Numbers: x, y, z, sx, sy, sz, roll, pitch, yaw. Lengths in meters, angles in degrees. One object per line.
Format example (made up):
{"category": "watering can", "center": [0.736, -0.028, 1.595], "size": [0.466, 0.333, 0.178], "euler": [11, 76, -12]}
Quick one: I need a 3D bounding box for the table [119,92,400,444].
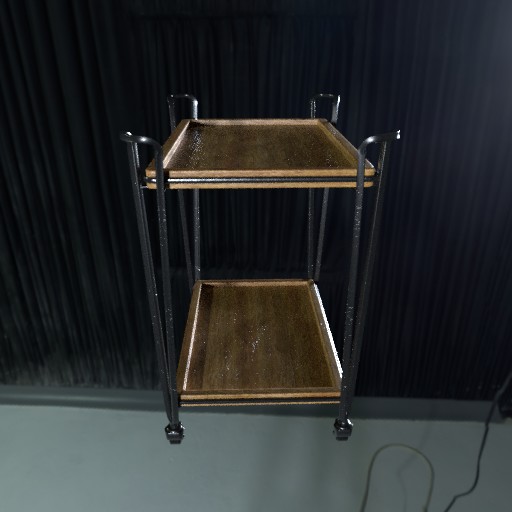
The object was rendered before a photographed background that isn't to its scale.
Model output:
{"category": "table", "center": [0.000, 0.000, 1.226], "size": [0.505, 0.785, 0.672], "euler": [-1, 26, -1]}
